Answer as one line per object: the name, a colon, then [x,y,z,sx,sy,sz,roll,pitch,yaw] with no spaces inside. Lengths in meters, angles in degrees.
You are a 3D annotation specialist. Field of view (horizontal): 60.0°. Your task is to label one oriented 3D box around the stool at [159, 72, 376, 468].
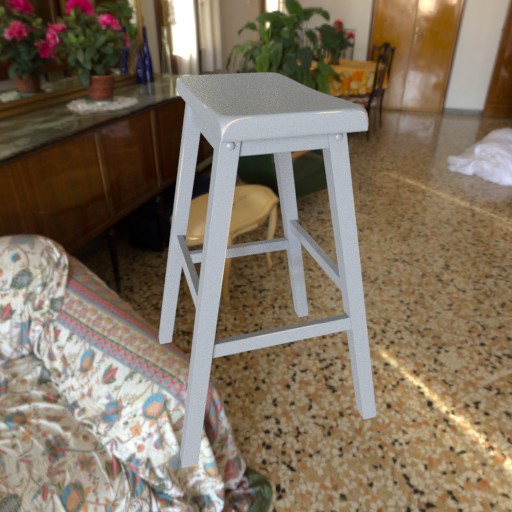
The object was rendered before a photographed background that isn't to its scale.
stool: [0.000,0.000,1.032,0.476,0.737,0.457,-9,31,-15]
